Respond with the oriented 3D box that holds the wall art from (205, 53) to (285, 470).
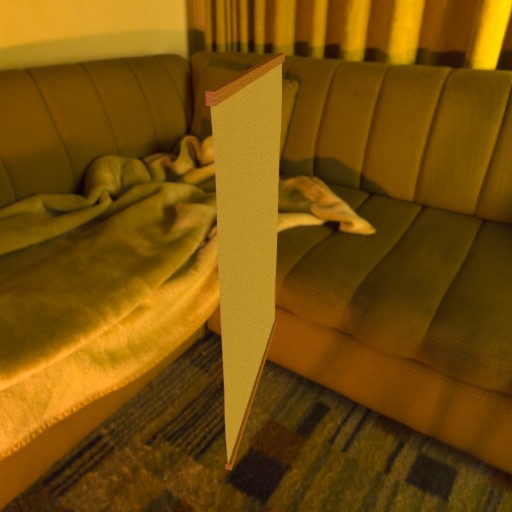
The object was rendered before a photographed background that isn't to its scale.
[{"bbox_3d":[0.000,0.000,1.926,0.025,1.521,1.011,7,30,11],"label":"wall art"}]
